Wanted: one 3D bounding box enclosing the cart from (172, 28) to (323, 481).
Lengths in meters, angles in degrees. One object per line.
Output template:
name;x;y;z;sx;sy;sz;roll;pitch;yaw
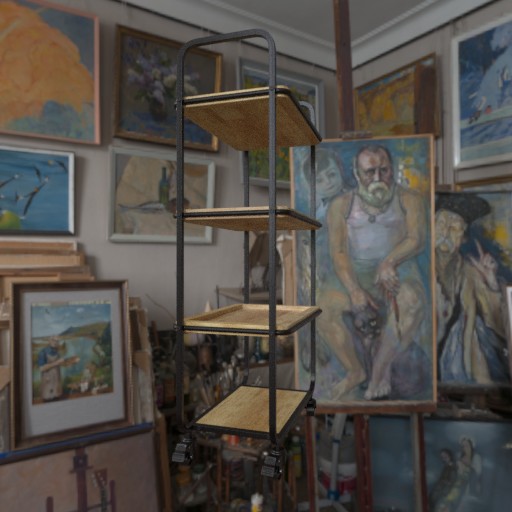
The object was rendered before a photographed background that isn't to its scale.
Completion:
cart;0.000;0.000;1.317;0.321;1.080;0.545;0;0;18
